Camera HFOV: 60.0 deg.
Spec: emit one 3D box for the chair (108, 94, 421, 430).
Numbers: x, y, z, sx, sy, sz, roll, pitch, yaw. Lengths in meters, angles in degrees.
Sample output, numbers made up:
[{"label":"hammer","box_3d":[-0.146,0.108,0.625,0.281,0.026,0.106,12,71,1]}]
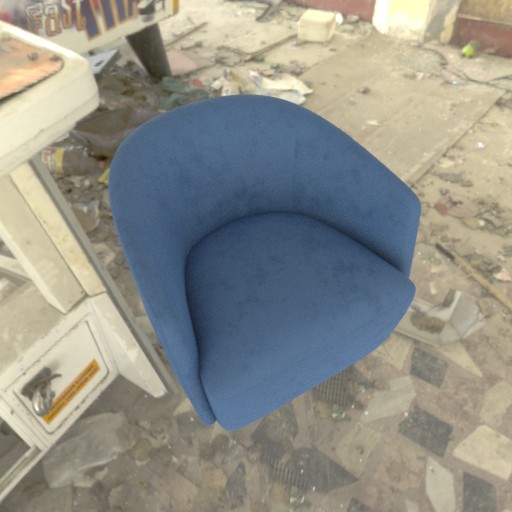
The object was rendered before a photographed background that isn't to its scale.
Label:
[{"label":"chair","box_3d":[0.000,0.000,1.363,0.773,0.698,0.767,-24,51,-21]}]
